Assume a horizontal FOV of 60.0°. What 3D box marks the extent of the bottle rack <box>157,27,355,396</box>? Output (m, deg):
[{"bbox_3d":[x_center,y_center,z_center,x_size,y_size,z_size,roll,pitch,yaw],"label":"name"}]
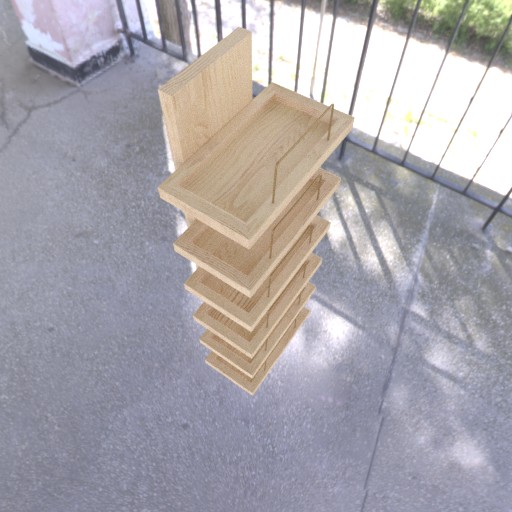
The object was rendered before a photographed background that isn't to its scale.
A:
[{"bbox_3d":[0.000,0.000,1.043,0.206,0.943,0.330,30,62,18],"label":"bottle rack"}]
